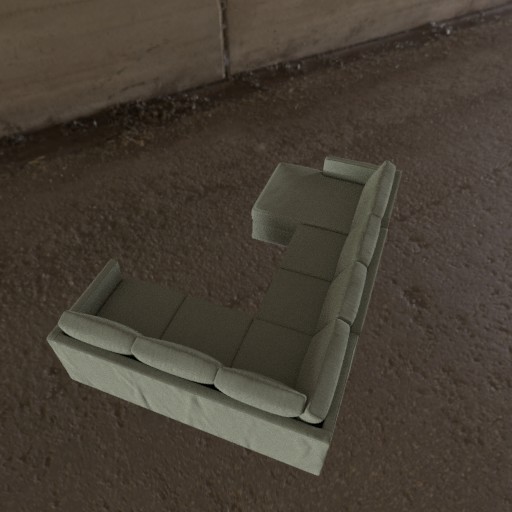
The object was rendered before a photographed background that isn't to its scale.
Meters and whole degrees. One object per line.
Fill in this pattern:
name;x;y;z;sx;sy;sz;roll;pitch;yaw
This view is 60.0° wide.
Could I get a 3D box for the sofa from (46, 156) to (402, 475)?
sofa;0.000;0.000;4.638;2.440;0.869;3.434;16;49;14
